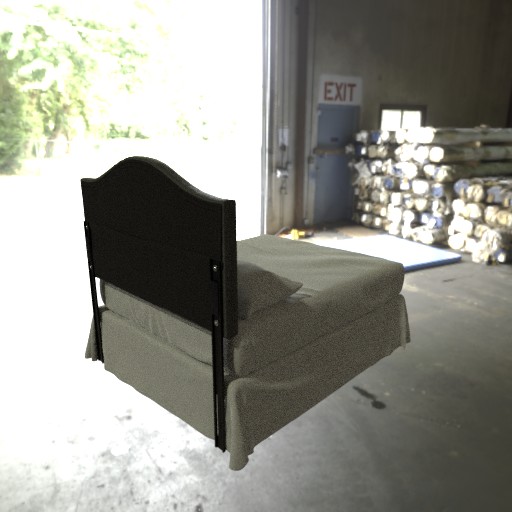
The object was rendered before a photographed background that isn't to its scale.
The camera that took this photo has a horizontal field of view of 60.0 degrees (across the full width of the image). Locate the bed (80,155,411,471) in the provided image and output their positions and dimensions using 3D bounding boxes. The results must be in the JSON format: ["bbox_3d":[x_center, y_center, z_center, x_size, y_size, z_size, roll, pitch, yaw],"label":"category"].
[{"bbox_3d":[0.000,0.000,3.559,1.876,1.645,2.221,15,21,42],"label":"bed"}]
